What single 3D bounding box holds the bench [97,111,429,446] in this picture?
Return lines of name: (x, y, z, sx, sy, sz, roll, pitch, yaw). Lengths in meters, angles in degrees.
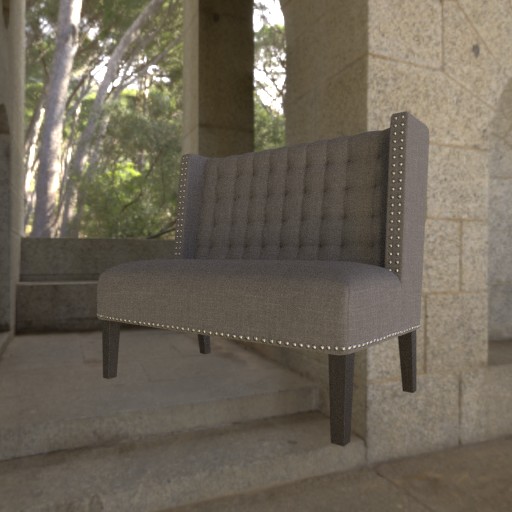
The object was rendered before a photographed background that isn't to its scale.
bench: (0.000, 0.000, 1.966, 1.276, 1.121, 0.842, 0, 0, 37)
